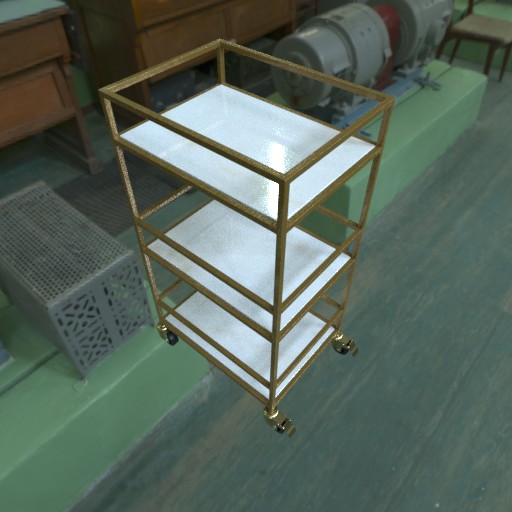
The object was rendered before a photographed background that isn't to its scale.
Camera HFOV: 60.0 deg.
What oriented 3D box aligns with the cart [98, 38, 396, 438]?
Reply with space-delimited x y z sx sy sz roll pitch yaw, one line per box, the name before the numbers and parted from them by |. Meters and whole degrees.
cart | 0.000 0.000 1.014 0.483 0.761 0.332 31 53 27
